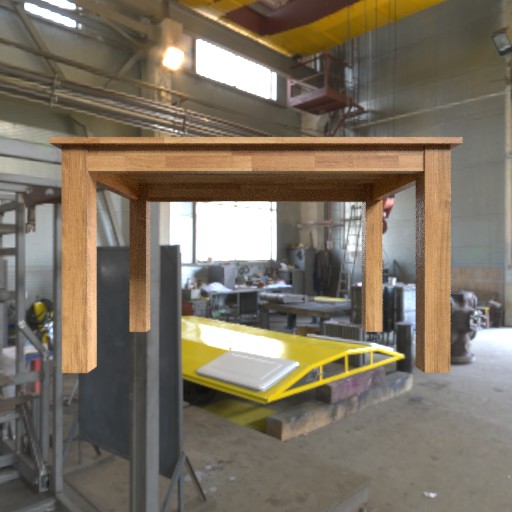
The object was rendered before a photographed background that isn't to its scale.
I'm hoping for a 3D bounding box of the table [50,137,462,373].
[{"bbox_3d":[0.000,0.000,1.846,1.300,0.750,0.900,0,0,0],"label":"table"}]
